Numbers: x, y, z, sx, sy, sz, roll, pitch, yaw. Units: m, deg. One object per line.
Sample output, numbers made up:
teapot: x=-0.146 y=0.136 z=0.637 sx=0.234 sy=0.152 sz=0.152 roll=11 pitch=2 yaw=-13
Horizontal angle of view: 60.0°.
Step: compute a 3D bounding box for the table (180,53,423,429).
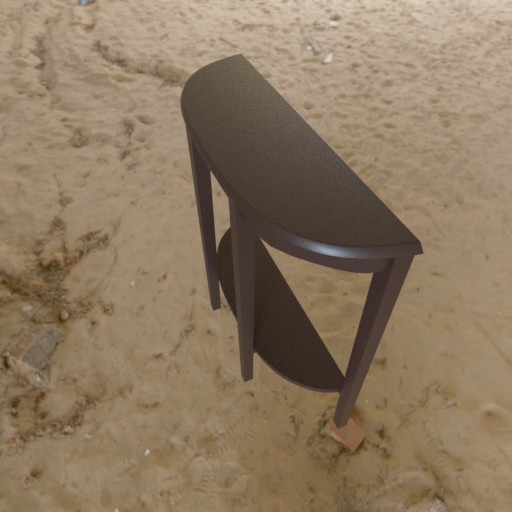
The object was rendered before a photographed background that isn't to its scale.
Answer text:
table: x=0.000 y=0.000 z=1.341 sx=0.274 sy=0.831 sz=0.909 roll=-17 pitch=49 yaw=-15
